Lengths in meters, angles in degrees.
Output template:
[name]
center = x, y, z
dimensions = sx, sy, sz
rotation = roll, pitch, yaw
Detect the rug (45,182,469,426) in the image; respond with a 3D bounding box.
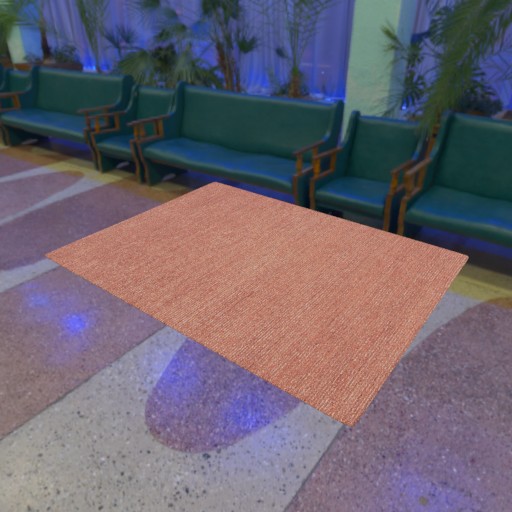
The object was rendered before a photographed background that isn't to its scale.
[rug]
center = 0.000, 0.000, 2.745
dimensions = 2.112, 0.009, 1.594
rotation = 21, 36, 32
